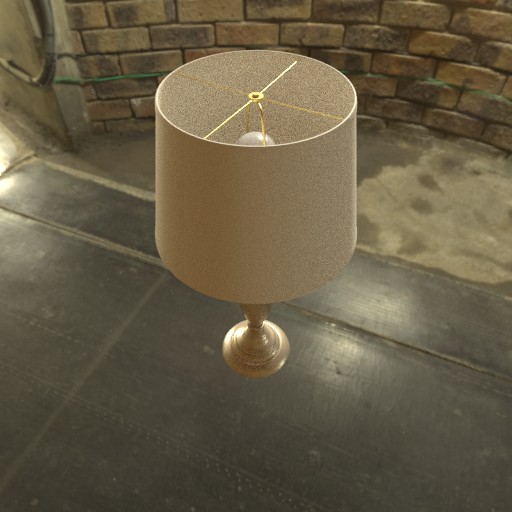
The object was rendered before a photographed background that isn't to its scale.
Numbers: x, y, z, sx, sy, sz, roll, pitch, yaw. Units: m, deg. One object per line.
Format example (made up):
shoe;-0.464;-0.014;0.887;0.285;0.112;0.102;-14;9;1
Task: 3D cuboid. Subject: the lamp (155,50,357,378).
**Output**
lamp;0.000;0.000;0.786;0.328;0.612;0.328;0;47;0
